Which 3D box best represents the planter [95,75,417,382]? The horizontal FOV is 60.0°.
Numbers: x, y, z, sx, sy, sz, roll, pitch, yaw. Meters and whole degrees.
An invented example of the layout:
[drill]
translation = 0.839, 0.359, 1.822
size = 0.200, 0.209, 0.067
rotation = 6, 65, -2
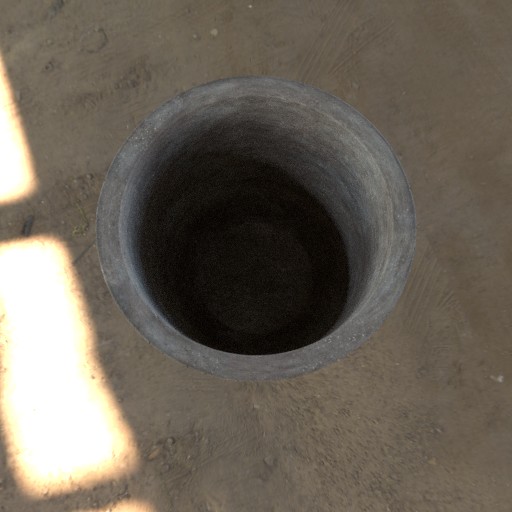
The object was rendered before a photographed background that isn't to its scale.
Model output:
[planter]
translation = 0.000, 0.000, 0.227
size = 0.122, 0.128, 0.122
rotation = 0, 76, 0
